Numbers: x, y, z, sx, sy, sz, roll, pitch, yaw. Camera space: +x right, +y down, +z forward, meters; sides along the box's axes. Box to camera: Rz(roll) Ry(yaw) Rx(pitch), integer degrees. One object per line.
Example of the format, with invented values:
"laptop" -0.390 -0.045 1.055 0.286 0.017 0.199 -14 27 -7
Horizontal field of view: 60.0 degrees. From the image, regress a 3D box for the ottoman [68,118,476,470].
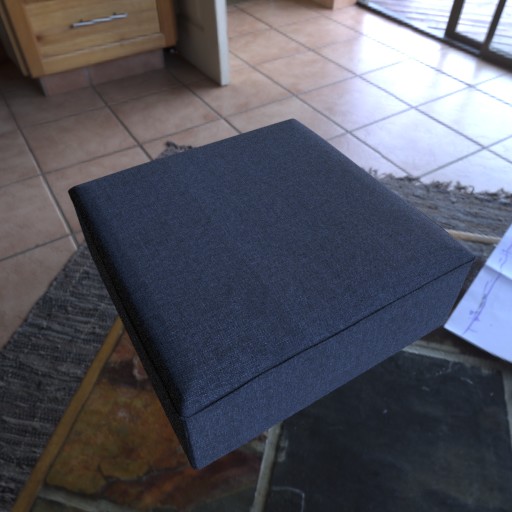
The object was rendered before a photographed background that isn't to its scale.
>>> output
"ottoman" 0.000 0.000 1.595 1.017 0.423 1.023 -23 50 -21
